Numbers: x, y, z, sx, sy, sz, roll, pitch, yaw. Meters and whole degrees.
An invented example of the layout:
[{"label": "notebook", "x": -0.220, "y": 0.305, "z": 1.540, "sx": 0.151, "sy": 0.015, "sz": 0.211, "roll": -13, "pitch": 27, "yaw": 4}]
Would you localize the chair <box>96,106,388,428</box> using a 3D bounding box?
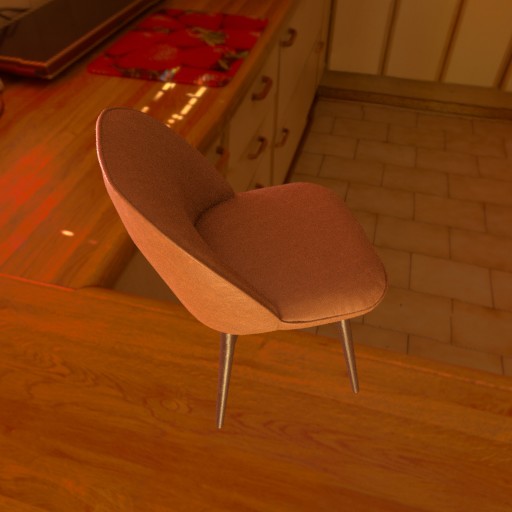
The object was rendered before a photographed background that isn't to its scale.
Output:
[{"label": "chair", "x": 0.000, "y": 0.000, "z": 1.193, "sx": 0.631, "sy": 0.831, "sz": 0.521, "roll": -11, "pitch": 47, "yaw": -10}]
